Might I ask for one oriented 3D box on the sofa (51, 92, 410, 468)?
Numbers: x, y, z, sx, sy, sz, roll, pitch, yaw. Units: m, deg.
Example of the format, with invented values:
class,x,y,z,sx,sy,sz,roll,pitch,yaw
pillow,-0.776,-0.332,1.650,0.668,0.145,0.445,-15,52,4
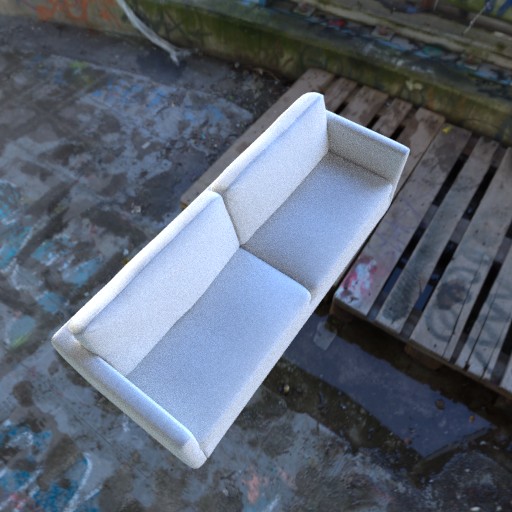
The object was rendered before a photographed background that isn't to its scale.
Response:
class,x,y,z,sx,sy,sz,roll,pitch,yaw
sofa,0.000,0.000,2.915,0.948,0.965,2.434,31,62,19
